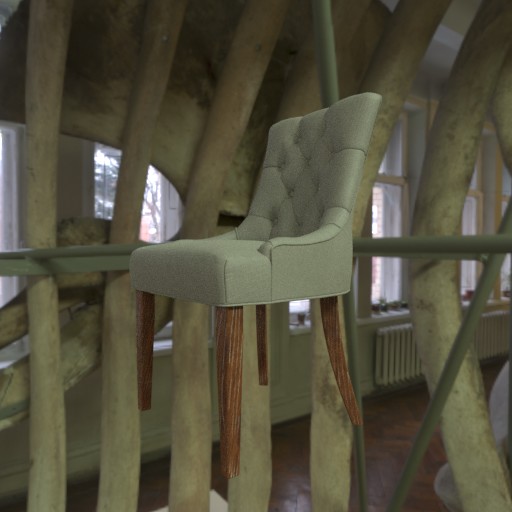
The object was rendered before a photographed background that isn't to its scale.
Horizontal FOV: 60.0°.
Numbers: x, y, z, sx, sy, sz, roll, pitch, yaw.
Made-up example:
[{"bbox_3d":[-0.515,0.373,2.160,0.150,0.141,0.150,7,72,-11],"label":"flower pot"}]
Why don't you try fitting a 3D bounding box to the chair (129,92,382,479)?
[{"bbox_3d":[0.000,0.000,1.205,0.565,0.874,0.509,-1,2,-36],"label":"chair"}]
